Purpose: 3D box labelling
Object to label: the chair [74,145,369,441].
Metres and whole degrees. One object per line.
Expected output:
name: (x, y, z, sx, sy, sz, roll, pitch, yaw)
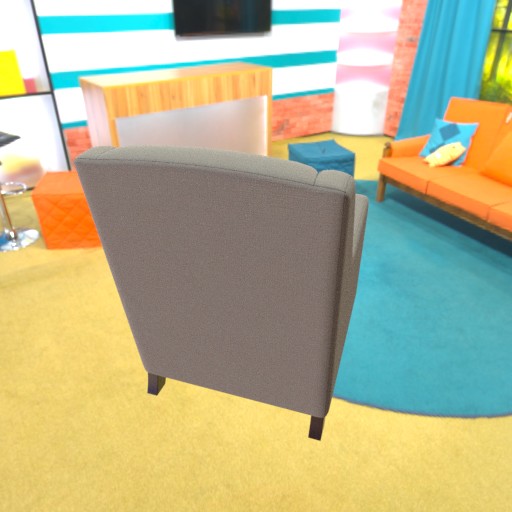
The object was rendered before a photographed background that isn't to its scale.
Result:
chair: (0.000, 0.000, 1.641, 0.715, 1.017, 0.896, 10, 32, 16)
